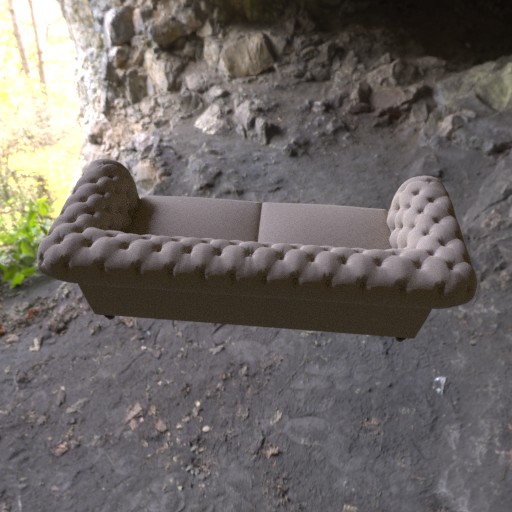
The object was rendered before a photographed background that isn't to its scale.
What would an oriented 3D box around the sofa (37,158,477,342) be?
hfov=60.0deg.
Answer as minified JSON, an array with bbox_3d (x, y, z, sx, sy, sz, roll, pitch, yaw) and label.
[{"bbox_3d":[0.000,0.000,3.142,2.694,0.847,1.076,4,46,4],"label":"sofa"}]
